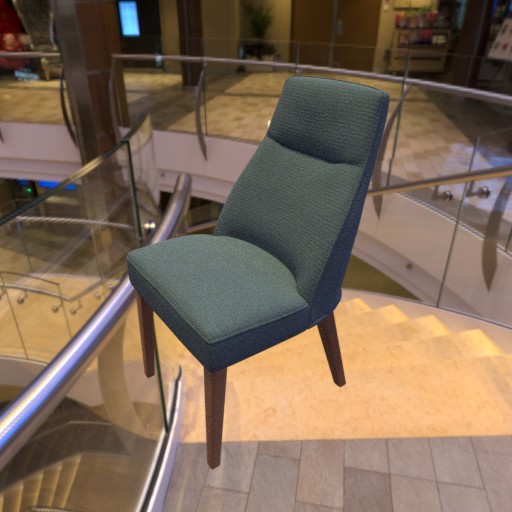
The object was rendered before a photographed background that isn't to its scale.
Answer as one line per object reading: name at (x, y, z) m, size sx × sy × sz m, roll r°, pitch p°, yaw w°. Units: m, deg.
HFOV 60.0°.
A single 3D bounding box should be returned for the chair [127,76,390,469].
chair at (0.000, 0.000, 1.297) m, size 0.620 × 0.930 × 0.500 m, roll -19°, pitch 34°, yaw -31°
